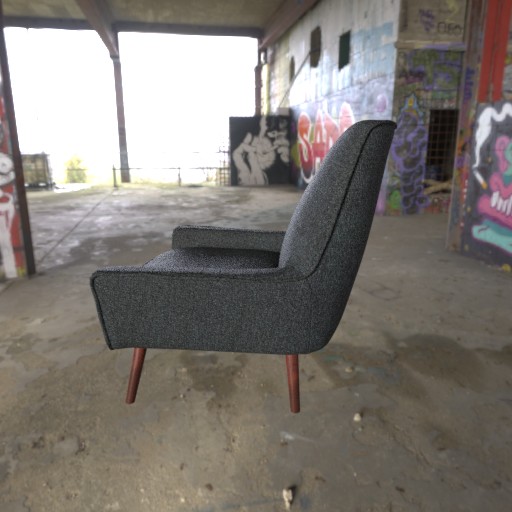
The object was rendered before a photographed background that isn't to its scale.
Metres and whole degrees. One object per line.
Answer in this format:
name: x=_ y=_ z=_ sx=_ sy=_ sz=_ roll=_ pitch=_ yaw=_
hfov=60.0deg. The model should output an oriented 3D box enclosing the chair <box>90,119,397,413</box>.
chair: x=0.000 y=0.000 z=1.527 sx=0.859 sy=0.883 sz=0.763 roll=2 pitch=14 yaw=9
